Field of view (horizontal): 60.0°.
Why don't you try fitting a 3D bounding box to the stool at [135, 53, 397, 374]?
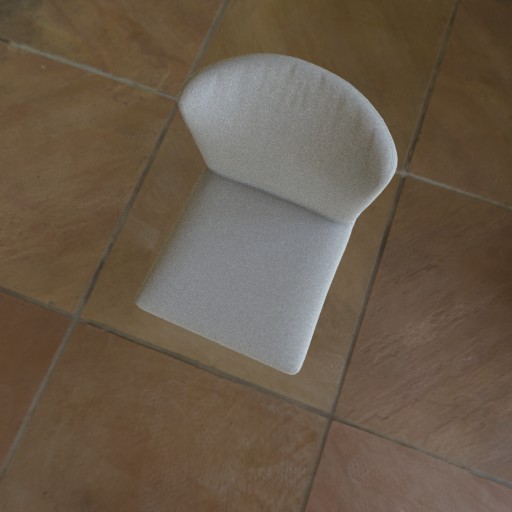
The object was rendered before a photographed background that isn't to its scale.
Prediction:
[{"bbox_3d":[0.000,0.000,1.334,0.479,1.069,0.568,23,75,6],"label":"stool"}]
